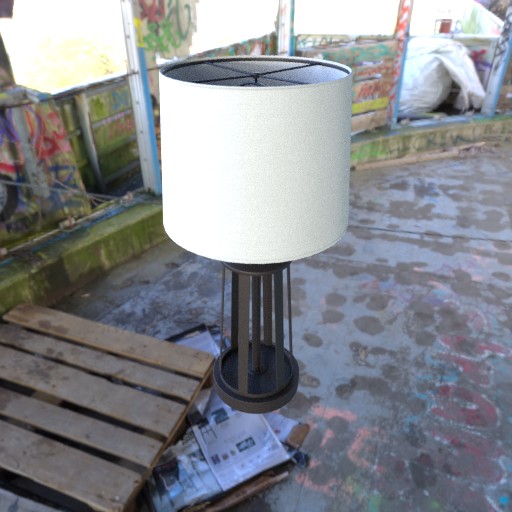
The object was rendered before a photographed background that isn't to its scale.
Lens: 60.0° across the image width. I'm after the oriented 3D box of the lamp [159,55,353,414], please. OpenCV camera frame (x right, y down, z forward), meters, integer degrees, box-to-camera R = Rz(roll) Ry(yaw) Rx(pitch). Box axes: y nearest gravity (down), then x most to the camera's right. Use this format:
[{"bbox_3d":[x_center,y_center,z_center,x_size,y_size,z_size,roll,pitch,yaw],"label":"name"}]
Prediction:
[{"bbox_3d":[0.000,0.000,0.645,0.251,0.509,0.251,0,32,0],"label":"lamp"}]
